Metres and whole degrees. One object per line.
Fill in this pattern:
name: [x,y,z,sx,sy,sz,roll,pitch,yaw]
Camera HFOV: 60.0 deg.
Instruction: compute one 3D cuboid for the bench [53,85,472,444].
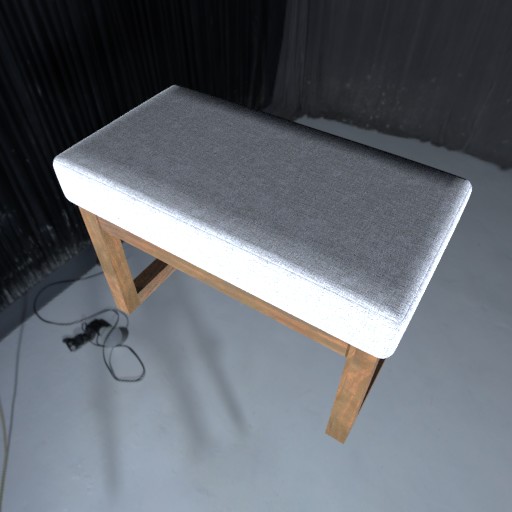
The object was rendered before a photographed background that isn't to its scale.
bench: [0.000,0.000,0.956,0.681,0.467,0.366,25,52,22]
